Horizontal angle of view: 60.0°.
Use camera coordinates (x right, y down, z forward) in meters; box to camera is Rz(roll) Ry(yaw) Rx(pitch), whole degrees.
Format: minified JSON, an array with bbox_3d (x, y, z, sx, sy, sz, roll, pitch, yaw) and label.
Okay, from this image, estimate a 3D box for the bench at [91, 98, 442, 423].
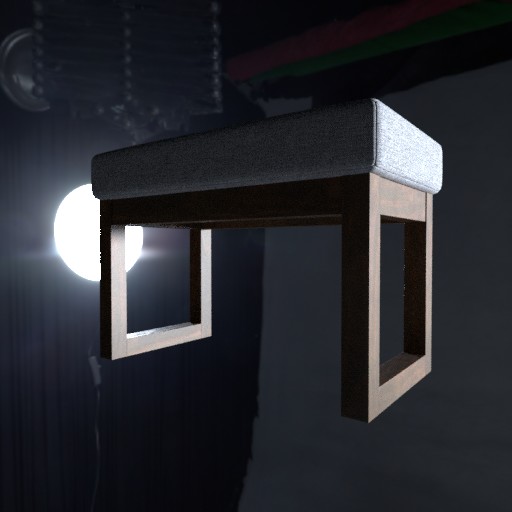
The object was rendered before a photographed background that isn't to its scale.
[{"bbox_3d":[0.000,0.000,0.955,0.681,0.467,0.366,1,2,36],"label":"bench"}]
